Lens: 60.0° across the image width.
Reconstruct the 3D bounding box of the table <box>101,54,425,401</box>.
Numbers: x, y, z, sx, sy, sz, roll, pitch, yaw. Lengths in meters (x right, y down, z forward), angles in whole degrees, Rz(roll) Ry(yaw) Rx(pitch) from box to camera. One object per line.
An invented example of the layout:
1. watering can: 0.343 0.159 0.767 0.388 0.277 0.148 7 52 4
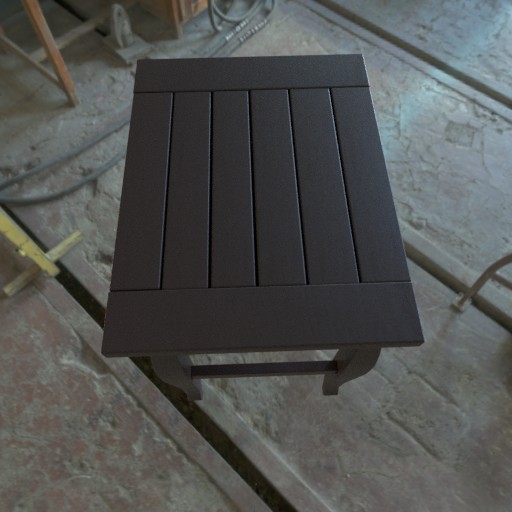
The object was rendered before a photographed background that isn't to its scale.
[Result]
1. table: 0.000 0.000 1.030 0.460 0.605 0.602 -2 63 -1
